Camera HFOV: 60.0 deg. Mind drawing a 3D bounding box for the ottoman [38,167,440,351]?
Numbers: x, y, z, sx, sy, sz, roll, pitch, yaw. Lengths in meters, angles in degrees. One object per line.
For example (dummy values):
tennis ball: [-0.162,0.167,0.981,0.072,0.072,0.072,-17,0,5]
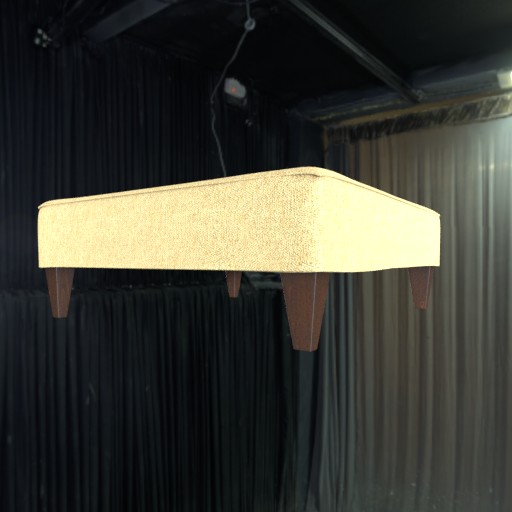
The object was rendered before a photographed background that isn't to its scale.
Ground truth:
ottoman: [0.000,0.000,1.478,0.970,0.378,0.981,0,0,35]
